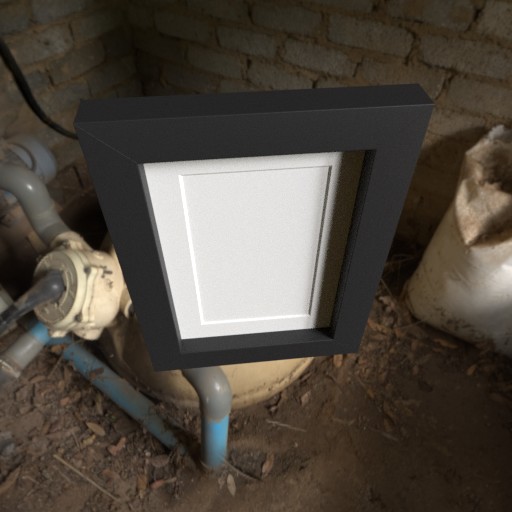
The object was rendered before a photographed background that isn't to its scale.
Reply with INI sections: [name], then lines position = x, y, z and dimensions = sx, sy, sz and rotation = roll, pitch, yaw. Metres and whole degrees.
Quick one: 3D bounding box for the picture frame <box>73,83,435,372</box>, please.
[picture frame]
position = 0.000, 0.000, 0.276
dimensions = 0.157, 0.208, 0.028
rotation = -4, 46, -4
